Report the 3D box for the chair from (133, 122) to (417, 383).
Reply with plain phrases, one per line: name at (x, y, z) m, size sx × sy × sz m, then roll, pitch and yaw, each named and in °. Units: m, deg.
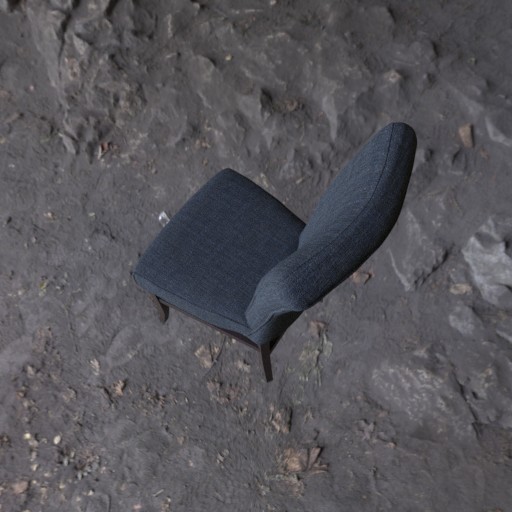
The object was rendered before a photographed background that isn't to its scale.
chair at (0.000, 0.000, 1.385) m, size 0.660 × 0.991 × 0.520 m, roll 31°, pitch 66°, yaw 15°
